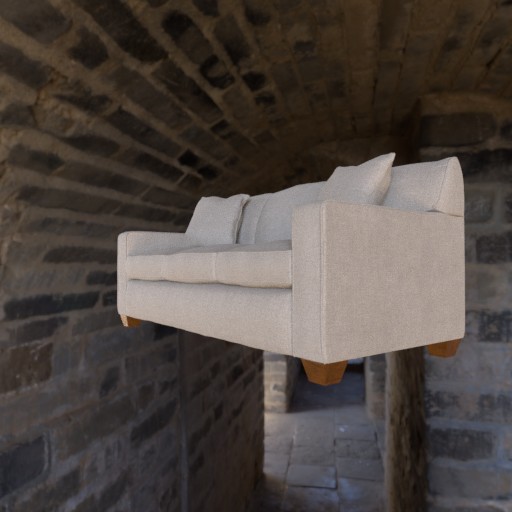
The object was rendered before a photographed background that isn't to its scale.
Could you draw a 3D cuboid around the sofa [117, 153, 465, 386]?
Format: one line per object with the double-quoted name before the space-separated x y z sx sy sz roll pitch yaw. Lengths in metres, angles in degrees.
"sofa" 0.000 0.000 2.590 0.997 0.958 2.024 1 -2 -37
